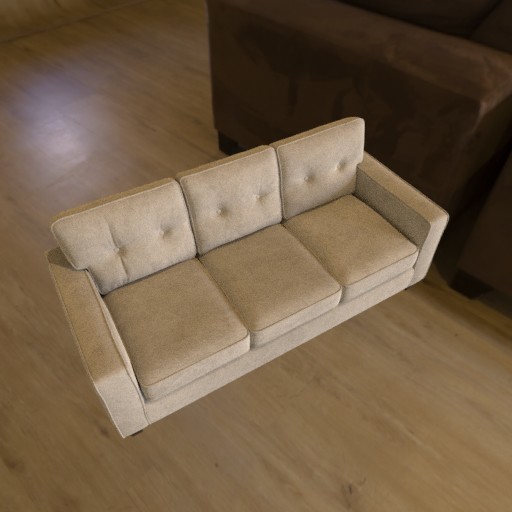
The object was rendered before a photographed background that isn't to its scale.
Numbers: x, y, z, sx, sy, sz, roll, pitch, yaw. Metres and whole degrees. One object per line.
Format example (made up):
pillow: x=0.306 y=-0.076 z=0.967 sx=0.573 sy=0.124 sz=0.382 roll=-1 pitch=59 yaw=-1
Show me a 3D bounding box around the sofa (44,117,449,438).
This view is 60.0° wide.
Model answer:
sofa: x=0.000 y=0.000 z=2.600 sx=2.133 sy=0.965 sz=0.939 roll=-23 pitch=51 yaw=-21
